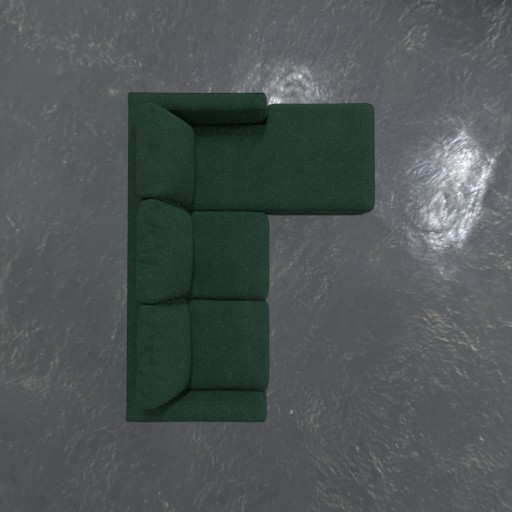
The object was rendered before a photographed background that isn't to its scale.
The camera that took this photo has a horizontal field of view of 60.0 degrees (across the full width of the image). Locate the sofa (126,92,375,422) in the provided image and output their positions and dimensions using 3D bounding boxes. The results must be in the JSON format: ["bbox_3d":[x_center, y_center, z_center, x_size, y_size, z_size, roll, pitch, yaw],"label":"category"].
[{"bbox_3d":[0.000,0.000,2.935,1.580,0.899,2.030,0,89,0],"label":"sofa"}]
